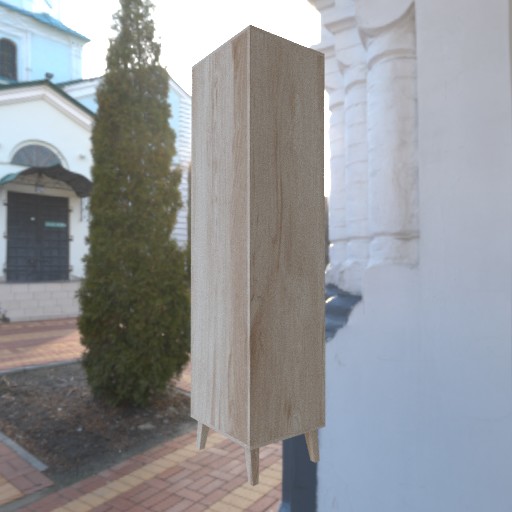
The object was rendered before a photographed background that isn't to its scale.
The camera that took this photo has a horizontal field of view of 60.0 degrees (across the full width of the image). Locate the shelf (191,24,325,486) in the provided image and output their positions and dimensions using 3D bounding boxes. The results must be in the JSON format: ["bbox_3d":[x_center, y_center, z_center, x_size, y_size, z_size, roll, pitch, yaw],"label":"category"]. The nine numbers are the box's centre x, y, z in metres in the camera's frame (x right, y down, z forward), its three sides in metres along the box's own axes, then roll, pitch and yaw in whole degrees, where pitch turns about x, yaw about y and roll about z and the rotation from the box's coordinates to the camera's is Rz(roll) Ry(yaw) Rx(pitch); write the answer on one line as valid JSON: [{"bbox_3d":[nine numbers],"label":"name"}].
[{"bbox_3d":[0.000,0.000,2.204,0.450,1.960,0.510,1,-1,-37],"label":"shelf"}]
